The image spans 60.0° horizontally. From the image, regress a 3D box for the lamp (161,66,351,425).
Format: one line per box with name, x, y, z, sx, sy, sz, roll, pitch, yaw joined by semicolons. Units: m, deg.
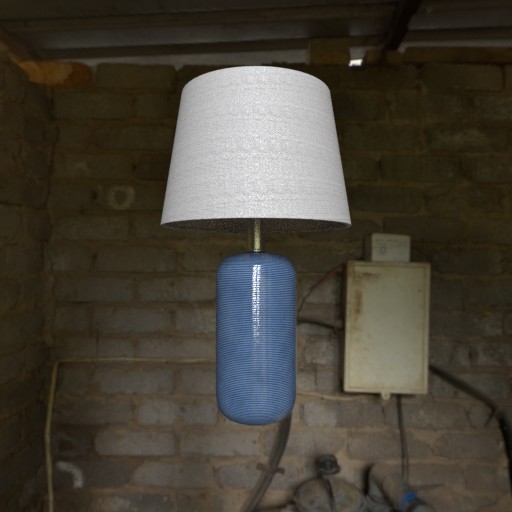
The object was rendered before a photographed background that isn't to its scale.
lamp;0.000;0.000;0.599;0.253;0.428;0.253;0;-1;0
